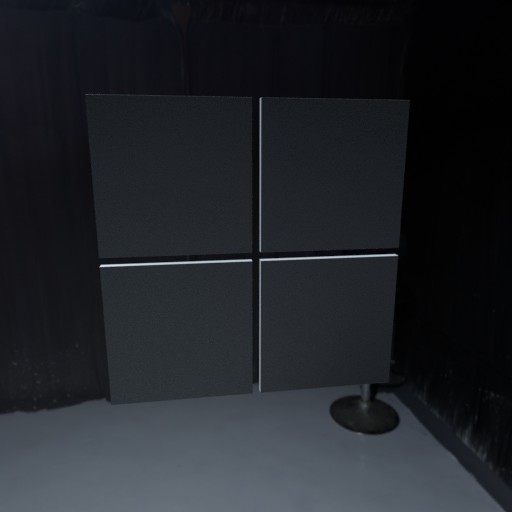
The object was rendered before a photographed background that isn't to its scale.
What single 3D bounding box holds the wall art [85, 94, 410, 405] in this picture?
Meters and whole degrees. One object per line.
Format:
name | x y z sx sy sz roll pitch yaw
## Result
wall art | 0.000 0.000 1.654 1.118 1.118 0.029 -2 13 -9
